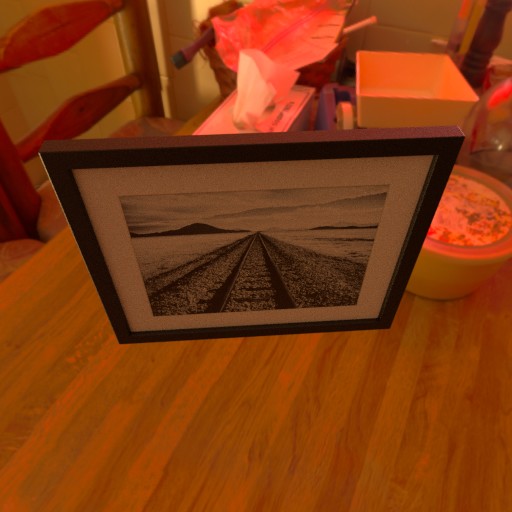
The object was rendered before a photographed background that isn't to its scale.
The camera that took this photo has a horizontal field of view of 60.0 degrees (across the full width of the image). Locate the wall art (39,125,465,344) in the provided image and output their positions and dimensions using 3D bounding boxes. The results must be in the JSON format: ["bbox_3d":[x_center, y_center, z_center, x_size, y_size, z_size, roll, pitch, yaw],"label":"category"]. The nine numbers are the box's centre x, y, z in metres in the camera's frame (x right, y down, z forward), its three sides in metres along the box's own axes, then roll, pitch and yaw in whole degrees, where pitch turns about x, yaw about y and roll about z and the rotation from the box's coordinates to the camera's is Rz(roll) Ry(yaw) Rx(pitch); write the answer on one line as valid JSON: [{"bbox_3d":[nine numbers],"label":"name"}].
[{"bbox_3d":[0.000,0.000,0.755,0.559,0.458,0.029,-3,47,-3],"label":"wall art"}]
